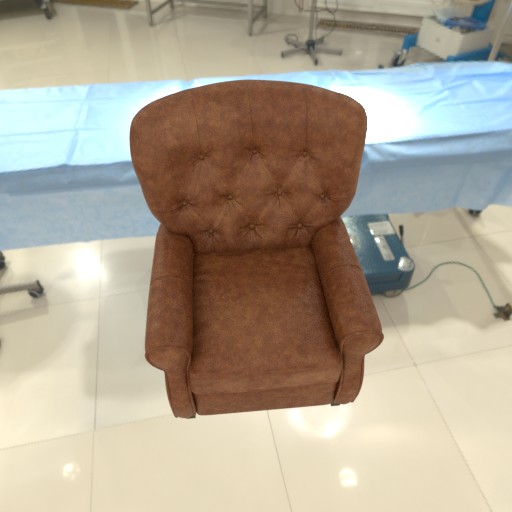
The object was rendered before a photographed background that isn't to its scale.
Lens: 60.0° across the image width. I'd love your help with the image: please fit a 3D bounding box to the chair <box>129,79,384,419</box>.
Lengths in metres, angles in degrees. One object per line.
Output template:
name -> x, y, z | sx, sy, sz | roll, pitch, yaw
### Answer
chair -> 0.000, 0.000, 1.913 | 0.951, 1.164, 1.059 | -4, 46, -4
